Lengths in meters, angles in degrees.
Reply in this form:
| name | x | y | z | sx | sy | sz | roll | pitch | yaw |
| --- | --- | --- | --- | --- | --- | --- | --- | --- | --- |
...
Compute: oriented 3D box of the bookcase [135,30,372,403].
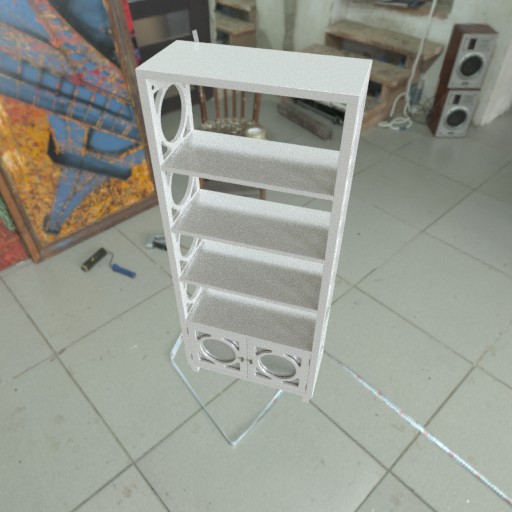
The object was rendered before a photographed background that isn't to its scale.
| name | x | y | z | sx | sy | sz | roll | pitch | yaw |
| --- | --- | --- | --- | --- | --- | --- | --- | --- | --- |
| bookcase | 0.000 | 0.000 | 2.133 | 0.761 | 1.869 | 0.361 | 12 | 43 | 13 |
